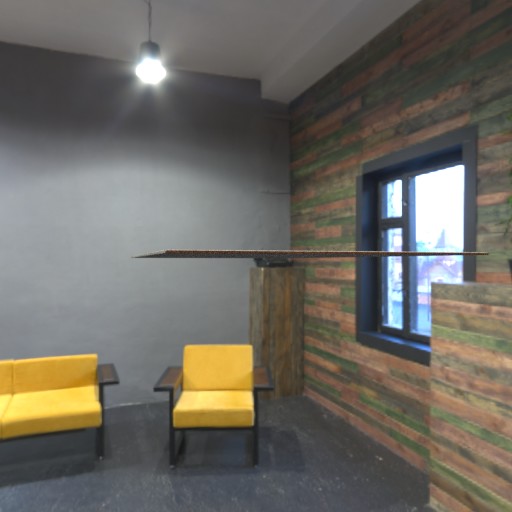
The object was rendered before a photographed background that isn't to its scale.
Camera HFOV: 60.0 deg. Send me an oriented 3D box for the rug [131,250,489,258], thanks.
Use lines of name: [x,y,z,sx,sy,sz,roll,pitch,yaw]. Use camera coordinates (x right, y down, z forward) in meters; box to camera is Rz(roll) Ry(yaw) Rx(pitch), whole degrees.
rug: [0.000,0.000,3.028,1.526,0.012,2.444,0,-1,-19]
